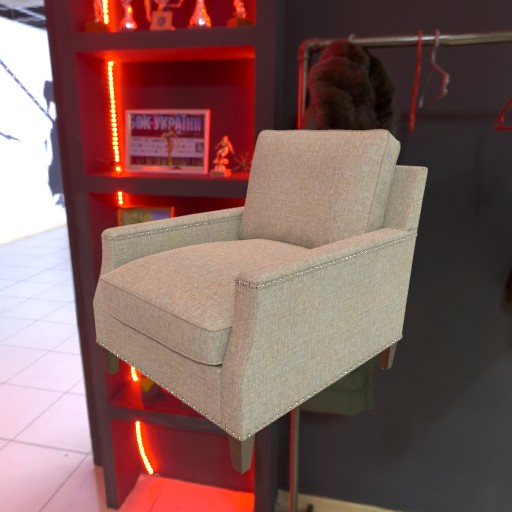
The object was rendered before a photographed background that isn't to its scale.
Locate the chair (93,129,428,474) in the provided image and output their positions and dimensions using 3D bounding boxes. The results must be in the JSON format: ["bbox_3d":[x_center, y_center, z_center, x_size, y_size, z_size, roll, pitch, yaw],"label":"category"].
[{"bbox_3d":[0.000,0.000,1.706,0.853,0.943,1.014,15,21,43],"label":"chair"}]
